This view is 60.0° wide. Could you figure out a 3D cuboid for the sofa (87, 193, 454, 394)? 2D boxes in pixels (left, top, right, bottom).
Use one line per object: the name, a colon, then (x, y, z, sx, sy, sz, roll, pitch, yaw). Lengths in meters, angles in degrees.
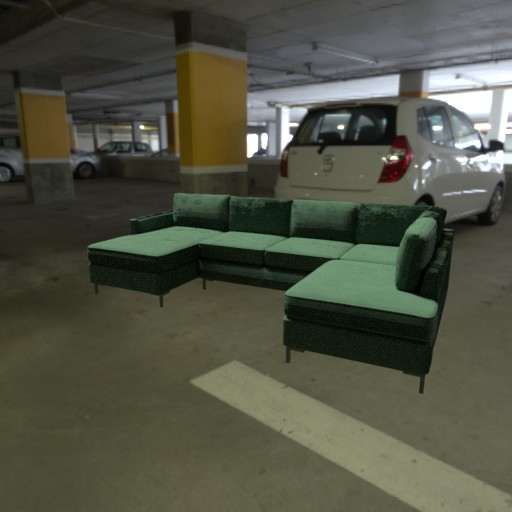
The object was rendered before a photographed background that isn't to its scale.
sofa: (0.000, 0.000, 4.299, 3.434, 0.992, 2.055, 7, 15, 26)
